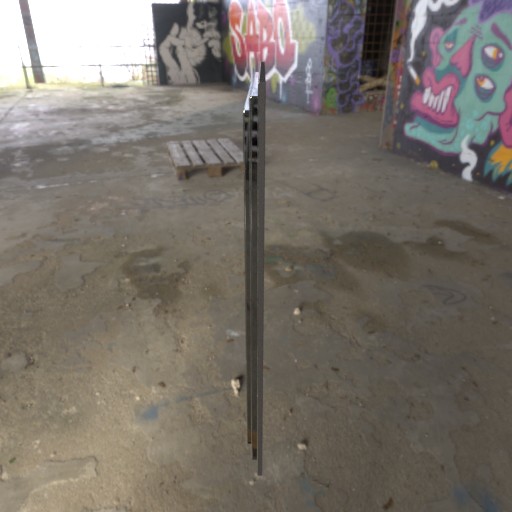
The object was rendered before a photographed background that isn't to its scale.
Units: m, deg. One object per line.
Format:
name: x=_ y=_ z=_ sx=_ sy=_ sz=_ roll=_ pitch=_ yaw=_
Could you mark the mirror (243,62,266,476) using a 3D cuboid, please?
mirror: x=0.000 y=0.000 z=1.172 sx=0.039 sy=0.914 sz=0.613 roll=0 pitch=26 yaw=1
